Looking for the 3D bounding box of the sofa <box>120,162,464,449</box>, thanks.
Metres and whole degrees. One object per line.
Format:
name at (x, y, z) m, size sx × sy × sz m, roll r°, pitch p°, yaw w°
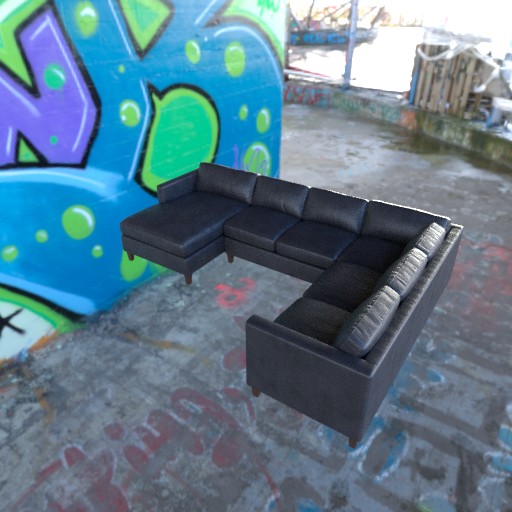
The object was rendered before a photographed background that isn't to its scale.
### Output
sofa at (0.000, 0.000, 4.462) m, size 3.324 × 0.891 × 2.452 m, roll 19°, pitch 35°, yaw 29°
